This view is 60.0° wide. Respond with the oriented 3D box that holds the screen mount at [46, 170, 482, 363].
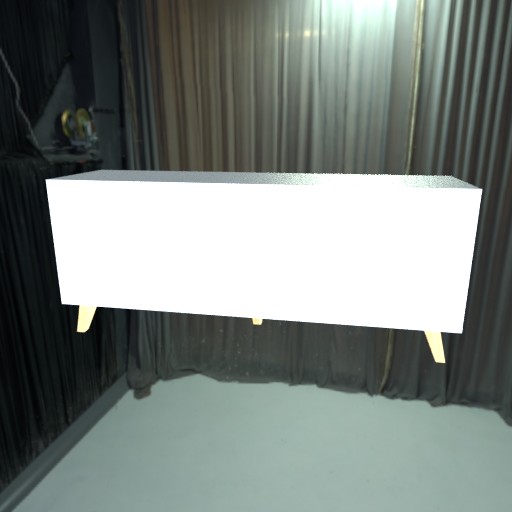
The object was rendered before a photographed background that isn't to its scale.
[{"bbox_3d":[0.000,0.000,1.770,1.490,0.619,0.400,3,16,10],"label":"screen mount"}]
